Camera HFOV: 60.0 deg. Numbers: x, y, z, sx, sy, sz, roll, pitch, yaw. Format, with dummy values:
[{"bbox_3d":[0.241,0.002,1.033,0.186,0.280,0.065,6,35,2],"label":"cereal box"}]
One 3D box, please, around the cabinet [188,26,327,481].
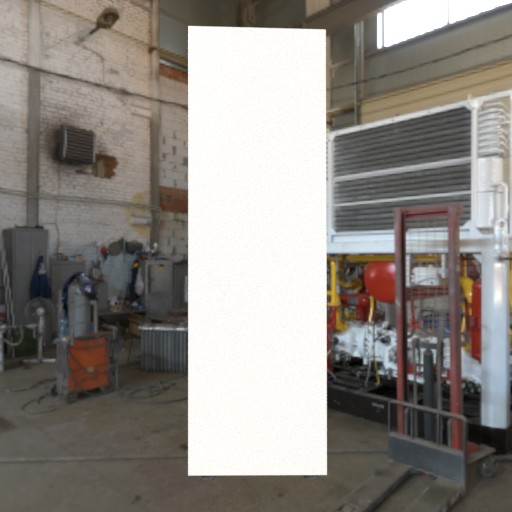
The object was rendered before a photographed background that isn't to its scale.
[{"bbox_3d":[0.000,0.000,1.604,0.348,1.150,0.990,0,0,0],"label":"cabinet"}]
